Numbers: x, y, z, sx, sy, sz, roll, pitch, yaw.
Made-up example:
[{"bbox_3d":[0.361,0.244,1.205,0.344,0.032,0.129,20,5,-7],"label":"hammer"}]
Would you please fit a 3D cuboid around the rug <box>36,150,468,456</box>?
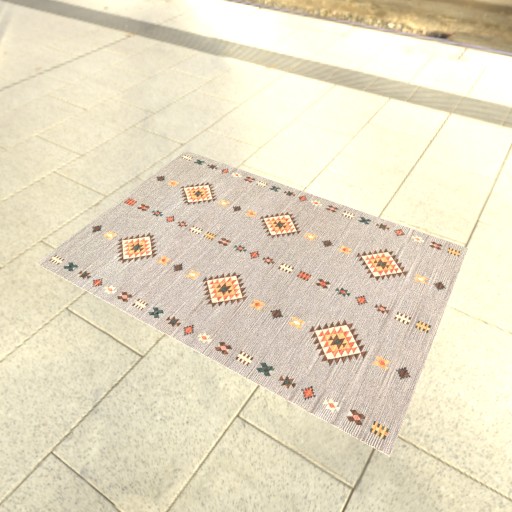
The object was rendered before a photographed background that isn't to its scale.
[{"bbox_3d":[0.000,0.000,2.244,1.818,0.005,1.217,23,49,21],"label":"rug"}]
